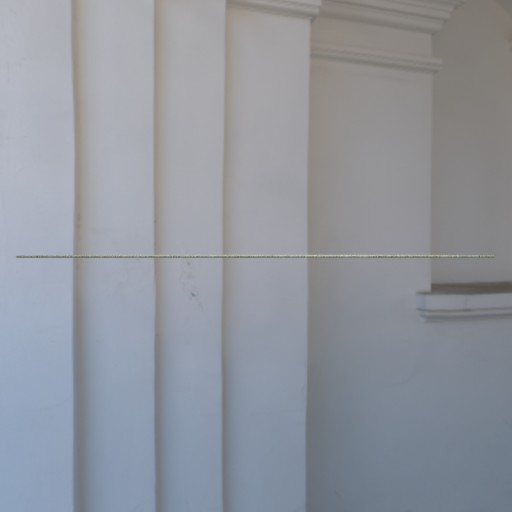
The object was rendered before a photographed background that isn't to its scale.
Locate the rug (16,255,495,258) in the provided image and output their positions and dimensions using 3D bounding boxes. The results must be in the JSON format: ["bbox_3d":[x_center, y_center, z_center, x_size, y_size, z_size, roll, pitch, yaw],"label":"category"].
[{"bbox_3d":[0.000,0.000,4.161,3.198,0.016,2.425,0,0,0],"label":"rug"}]
